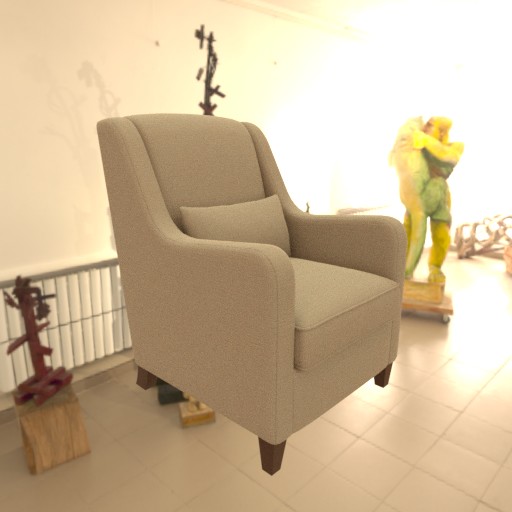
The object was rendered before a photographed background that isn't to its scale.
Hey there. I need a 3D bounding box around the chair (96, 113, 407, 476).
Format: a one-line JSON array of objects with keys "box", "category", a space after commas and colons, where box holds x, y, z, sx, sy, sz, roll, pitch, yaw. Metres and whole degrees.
[{"box": [0.000, 0.000, 1.617, 0.896, 1.017, 0.715, 14, 20, 42], "category": "chair"}]
